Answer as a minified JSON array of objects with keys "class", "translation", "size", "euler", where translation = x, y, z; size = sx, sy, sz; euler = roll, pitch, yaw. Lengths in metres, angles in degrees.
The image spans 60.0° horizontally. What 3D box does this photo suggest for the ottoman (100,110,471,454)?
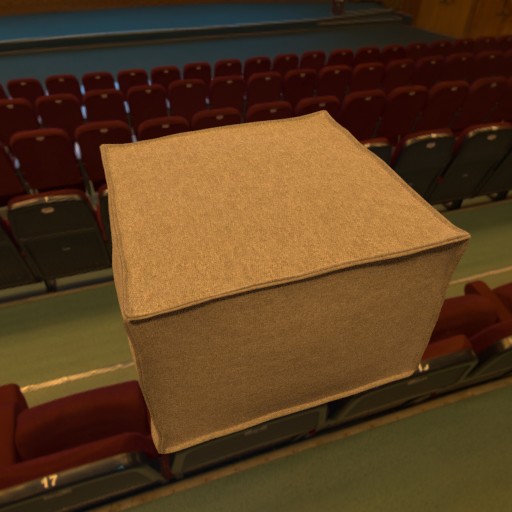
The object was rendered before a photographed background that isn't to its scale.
[{"class":"ottoman","translation":[0.000,0.000,1.157],"size":[0.707,0.470,0.696],"euler":[-12,42,-14]}]
